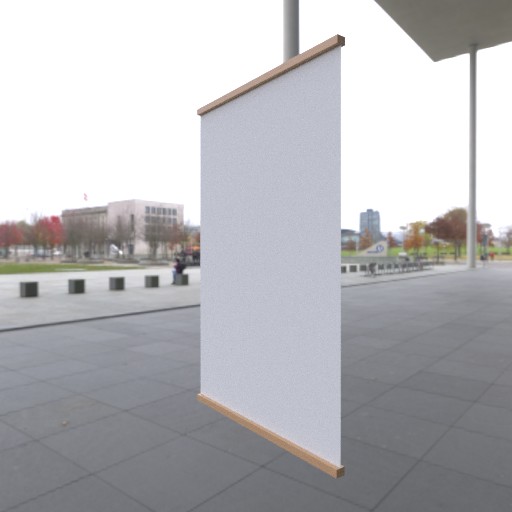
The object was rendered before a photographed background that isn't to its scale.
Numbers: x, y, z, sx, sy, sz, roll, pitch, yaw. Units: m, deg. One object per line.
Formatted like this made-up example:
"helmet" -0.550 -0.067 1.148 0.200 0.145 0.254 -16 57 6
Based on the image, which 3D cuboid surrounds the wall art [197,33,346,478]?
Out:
"wall art" 0.000 0.000 0.776 0.016 0.611 0.401 0 1 -36
